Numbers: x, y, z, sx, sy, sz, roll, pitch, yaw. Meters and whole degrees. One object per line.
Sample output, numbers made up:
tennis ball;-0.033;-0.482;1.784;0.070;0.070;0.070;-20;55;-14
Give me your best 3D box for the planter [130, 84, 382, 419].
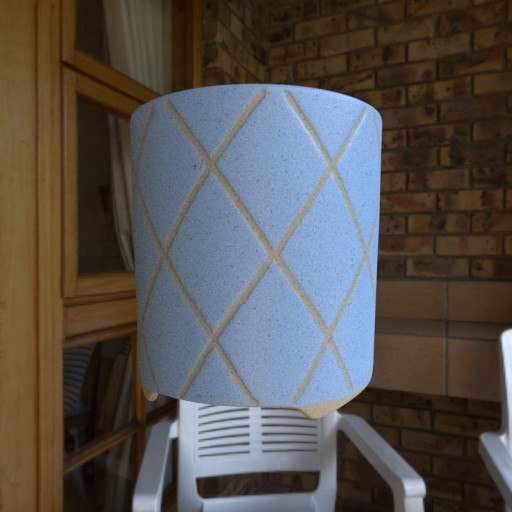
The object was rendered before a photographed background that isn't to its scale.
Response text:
planter;0.000;0.000;0.349;0.191;0.200;0.191;0;0;0
